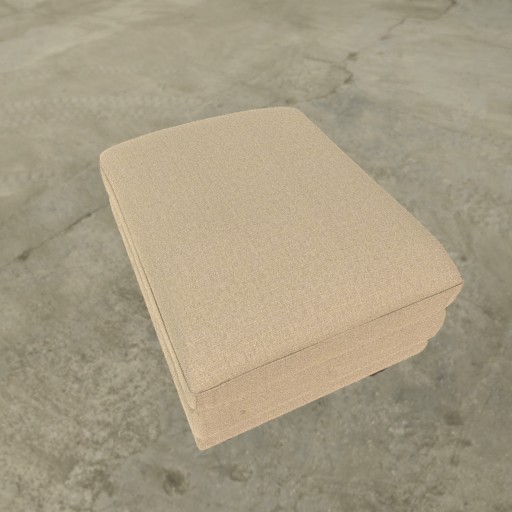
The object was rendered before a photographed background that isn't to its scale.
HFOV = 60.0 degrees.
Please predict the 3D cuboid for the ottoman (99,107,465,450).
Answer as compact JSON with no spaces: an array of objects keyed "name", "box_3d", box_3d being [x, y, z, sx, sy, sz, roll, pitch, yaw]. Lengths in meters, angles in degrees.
[{"name":"ottoman","box_3d":[0.000,0.000,1.021,0.541,0.463,0.684,-18,49,-16]}]
